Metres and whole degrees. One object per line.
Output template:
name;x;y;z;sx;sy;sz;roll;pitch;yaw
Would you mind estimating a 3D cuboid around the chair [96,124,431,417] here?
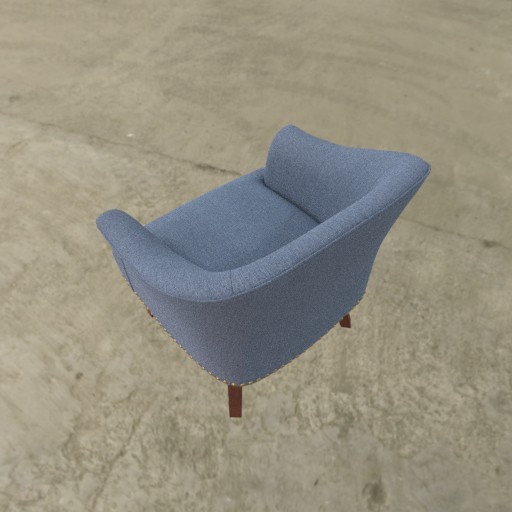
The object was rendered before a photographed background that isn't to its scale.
chair;0.000;0.000;1.392;0.772;0.815;0.704;-32;55;-25
